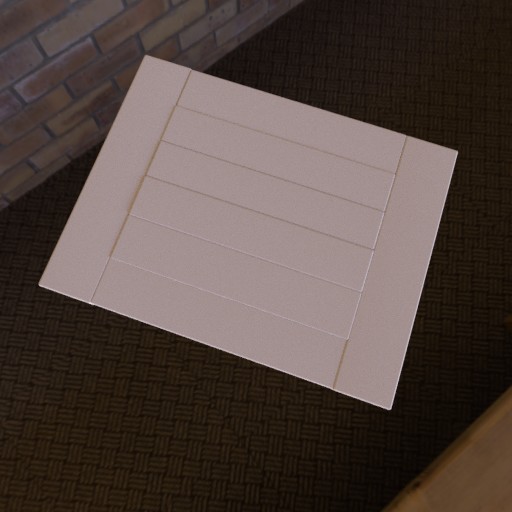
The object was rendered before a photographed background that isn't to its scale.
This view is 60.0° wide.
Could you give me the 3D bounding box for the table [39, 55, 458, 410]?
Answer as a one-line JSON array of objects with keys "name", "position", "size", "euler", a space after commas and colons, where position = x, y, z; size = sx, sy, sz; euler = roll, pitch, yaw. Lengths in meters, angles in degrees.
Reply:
[{"name": "table", "position": [0.000, 0.000, 1.047], "size": [0.599, 0.605, 0.463], "euler": [19, 77, 4]}]
